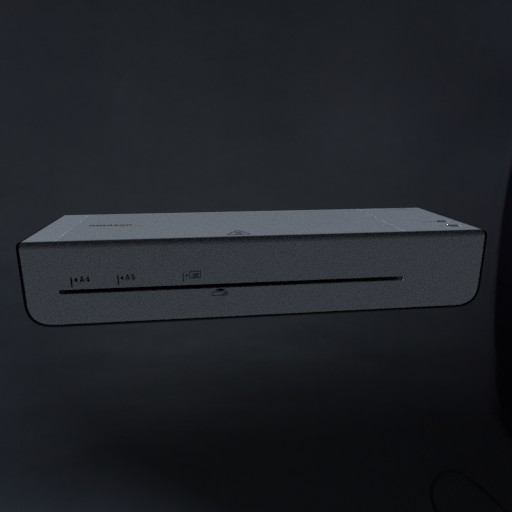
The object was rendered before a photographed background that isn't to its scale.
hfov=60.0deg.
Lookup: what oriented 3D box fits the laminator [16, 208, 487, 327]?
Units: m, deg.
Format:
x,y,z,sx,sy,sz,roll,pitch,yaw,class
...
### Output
x,y,z,sx,sy,sz,roll,pitch,yaw,class
0.000,0.000,0.383,0.340,0.062,0.123,-2,16,-7,laminator
